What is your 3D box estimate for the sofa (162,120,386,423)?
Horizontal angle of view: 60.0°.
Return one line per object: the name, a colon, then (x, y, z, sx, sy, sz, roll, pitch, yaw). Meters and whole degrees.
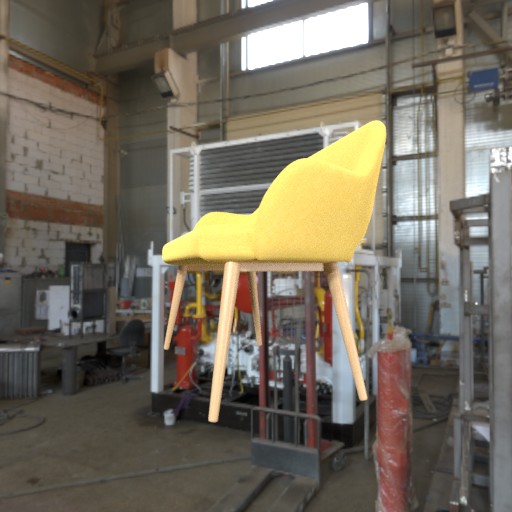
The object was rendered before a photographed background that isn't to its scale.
sofa: (0.000, 0.000, 1.648, 0.610, 0.840, 1.150, 1, -2, -18)
